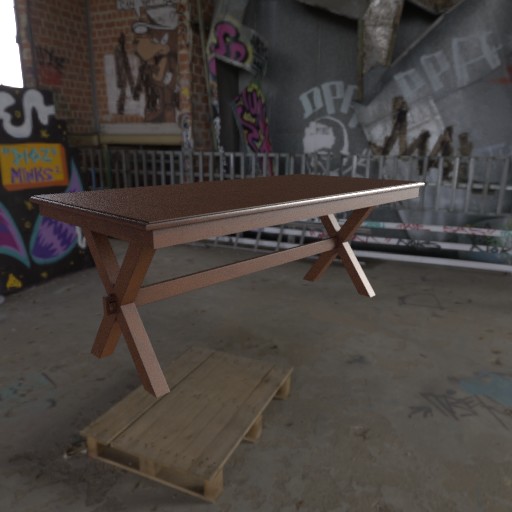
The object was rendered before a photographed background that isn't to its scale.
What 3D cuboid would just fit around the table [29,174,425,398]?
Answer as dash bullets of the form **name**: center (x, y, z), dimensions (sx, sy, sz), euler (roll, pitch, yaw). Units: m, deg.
- **table**: center (0.000, 0.000, 1.501), dimensions (0.594, 0.459, 1.197), euler (14, 20, 43)
